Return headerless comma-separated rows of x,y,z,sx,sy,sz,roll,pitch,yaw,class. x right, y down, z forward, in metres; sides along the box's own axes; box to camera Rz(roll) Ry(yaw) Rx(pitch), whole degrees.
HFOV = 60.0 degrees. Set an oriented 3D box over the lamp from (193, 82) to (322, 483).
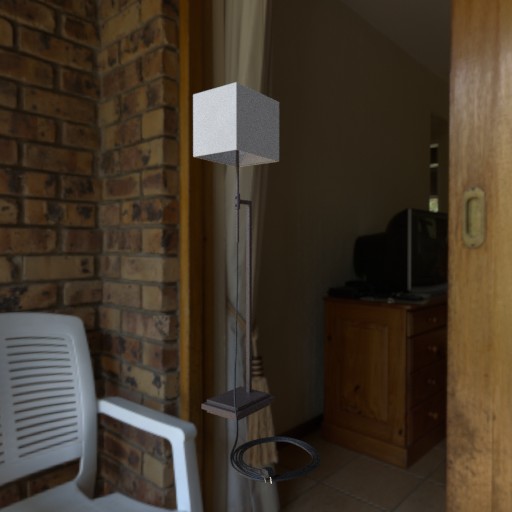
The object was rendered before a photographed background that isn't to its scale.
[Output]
0.000,0.000,1.998,0.774,1.600,0.698,1,1,37,lamp
